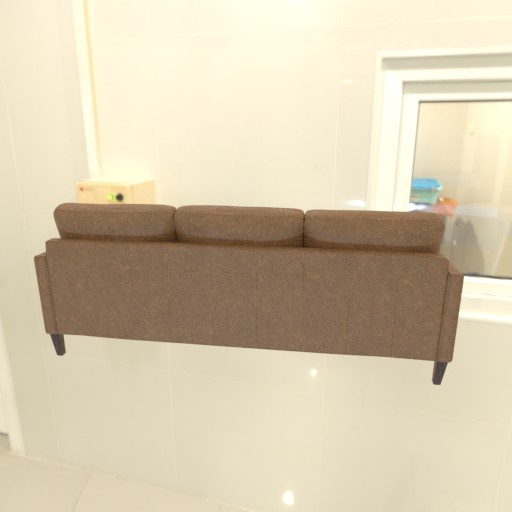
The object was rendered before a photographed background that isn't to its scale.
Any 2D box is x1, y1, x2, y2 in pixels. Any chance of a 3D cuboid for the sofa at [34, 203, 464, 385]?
[{"bbox_3d":[0.000,0.000,2.945,2.178,0.876,1.506,2,17,8],"label":"sofa"}]
